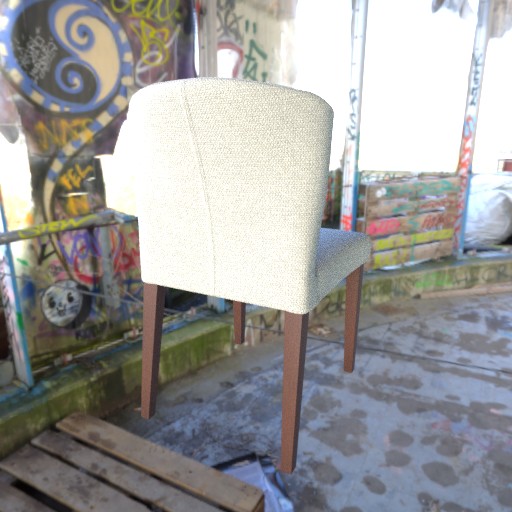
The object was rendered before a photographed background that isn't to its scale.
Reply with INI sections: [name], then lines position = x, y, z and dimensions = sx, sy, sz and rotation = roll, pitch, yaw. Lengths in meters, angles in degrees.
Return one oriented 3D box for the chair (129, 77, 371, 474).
[chair]
position = 0.000, 0.000, 1.187
dimensions = 0.491, 0.839, 0.589
rotation = 8, 18, 27
